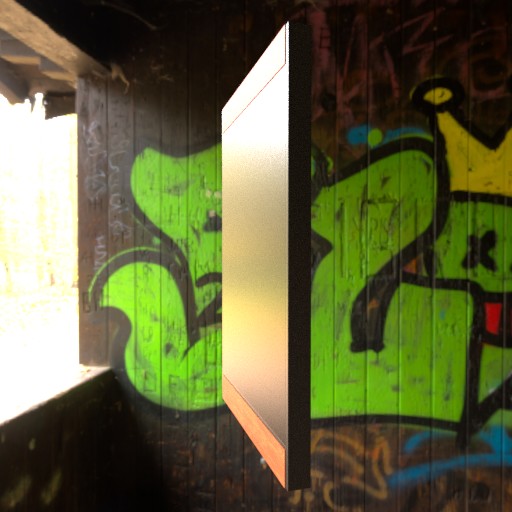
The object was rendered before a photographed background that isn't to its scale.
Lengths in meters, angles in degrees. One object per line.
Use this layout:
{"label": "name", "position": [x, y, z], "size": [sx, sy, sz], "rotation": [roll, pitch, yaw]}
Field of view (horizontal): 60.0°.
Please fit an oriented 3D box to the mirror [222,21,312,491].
{"label": "mirror", "position": [0.000, 0.000, 1.032], "size": [0.047, 0.823, 0.525], "rotation": [0, 1, -17]}
